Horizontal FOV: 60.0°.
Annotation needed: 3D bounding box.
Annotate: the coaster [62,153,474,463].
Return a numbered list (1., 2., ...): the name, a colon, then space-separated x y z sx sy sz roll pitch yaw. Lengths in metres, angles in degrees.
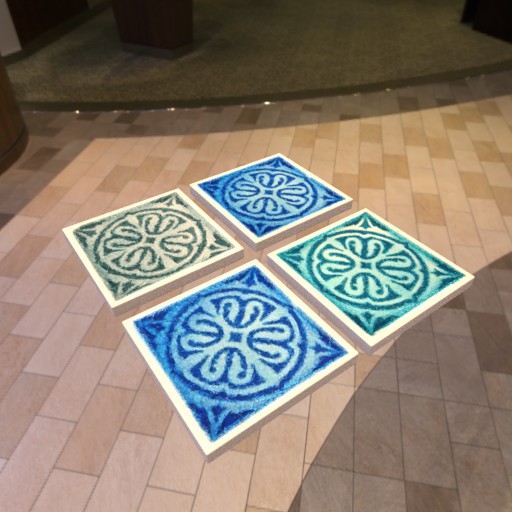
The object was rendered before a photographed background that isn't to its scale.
1. coaster: 0.000 0.000 0.327 0.214 0.010 0.219 -25 46 -26
